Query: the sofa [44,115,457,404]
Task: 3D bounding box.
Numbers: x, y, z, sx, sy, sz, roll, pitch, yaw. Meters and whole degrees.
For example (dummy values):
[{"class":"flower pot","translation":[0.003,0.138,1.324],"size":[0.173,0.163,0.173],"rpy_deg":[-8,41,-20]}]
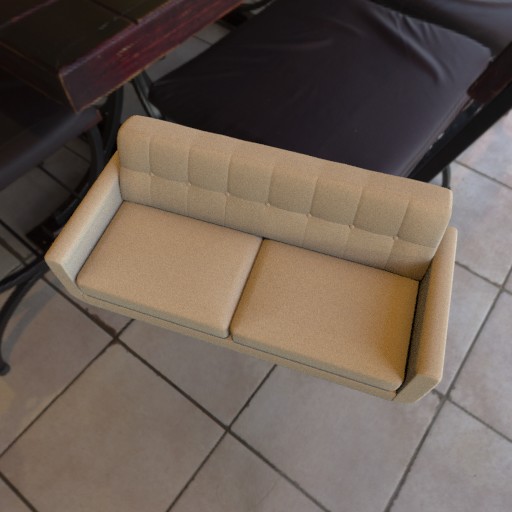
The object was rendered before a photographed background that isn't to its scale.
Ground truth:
[{"class":"sofa","translation":[0.000,0.000,2.599],"size":[2.137,0.892,0.980],"rpy_deg":[16,59,10]}]
